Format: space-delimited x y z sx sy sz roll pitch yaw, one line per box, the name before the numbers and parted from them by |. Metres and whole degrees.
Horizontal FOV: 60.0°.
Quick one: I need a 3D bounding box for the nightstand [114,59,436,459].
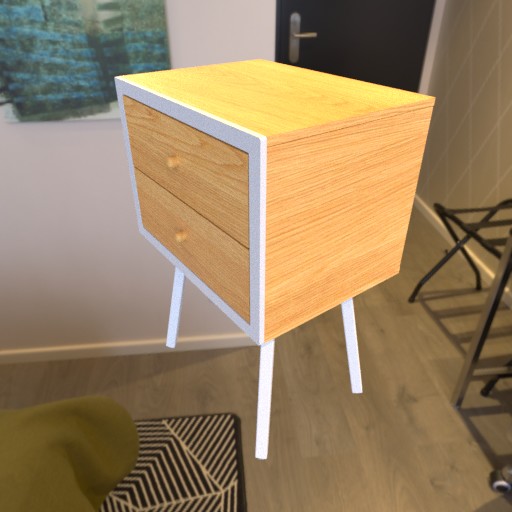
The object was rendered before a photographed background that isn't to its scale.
nightstand | 0.000 0.000 0.825 0.316 0.601 0.400 -22 38 -30
